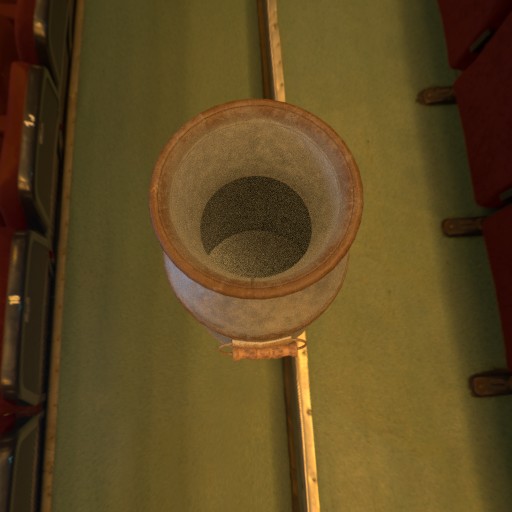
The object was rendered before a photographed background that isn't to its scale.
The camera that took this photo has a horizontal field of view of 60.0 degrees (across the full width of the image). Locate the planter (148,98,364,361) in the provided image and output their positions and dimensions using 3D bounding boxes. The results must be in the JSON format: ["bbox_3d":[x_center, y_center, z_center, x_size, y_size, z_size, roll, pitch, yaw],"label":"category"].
[{"bbox_3d":[0.000,0.000,0.540,0.214,0.396,0.245,-4,75,-1],"label":"planter"}]
